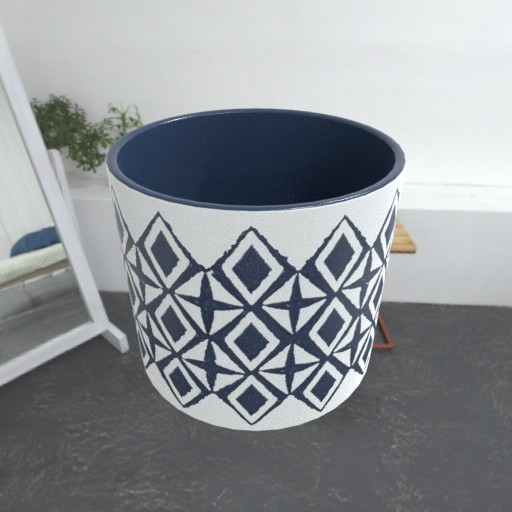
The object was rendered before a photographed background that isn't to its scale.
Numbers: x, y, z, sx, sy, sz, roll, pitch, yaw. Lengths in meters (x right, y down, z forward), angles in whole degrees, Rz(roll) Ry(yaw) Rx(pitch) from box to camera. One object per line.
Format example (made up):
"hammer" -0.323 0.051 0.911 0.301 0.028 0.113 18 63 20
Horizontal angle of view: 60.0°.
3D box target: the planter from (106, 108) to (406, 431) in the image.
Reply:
"planter" 0.000 0.000 0.320 0.182 0.165 0.182 0 32 0
